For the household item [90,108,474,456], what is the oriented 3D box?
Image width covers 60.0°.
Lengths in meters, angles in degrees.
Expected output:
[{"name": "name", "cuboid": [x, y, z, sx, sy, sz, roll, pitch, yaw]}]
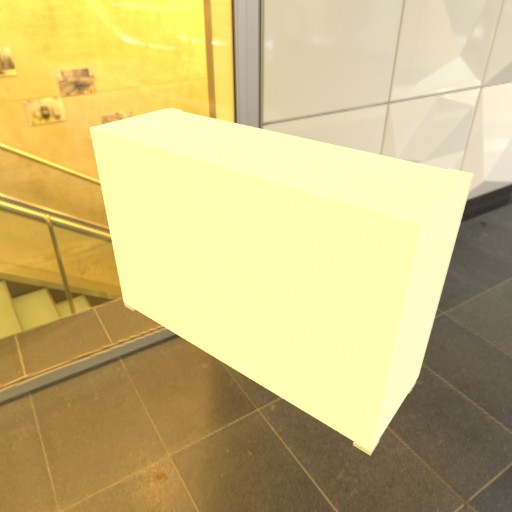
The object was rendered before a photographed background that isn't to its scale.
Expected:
[{"name": "household item", "cuboid": [0.000, 0.000, 1.731, 1.300, 0.867, 0.420, 22, 38, 32]}]
